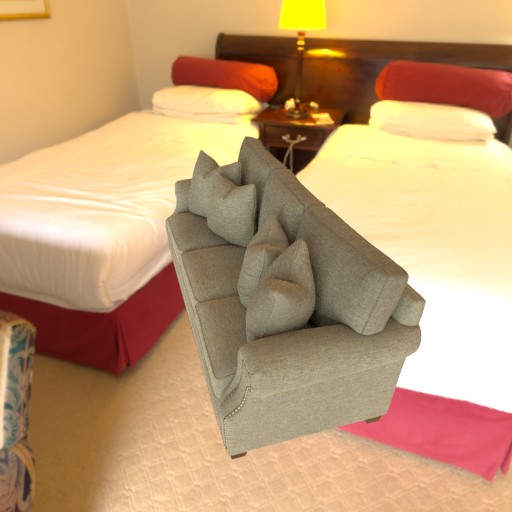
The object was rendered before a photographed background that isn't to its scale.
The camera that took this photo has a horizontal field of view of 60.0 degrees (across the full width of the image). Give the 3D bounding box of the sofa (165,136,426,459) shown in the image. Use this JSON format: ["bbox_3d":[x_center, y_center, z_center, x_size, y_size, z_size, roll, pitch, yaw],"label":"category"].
[{"bbox_3d":[0.000,0.000,2.891,0.965,0.975,2.312,-9,32,-15],"label":"sofa"}]
